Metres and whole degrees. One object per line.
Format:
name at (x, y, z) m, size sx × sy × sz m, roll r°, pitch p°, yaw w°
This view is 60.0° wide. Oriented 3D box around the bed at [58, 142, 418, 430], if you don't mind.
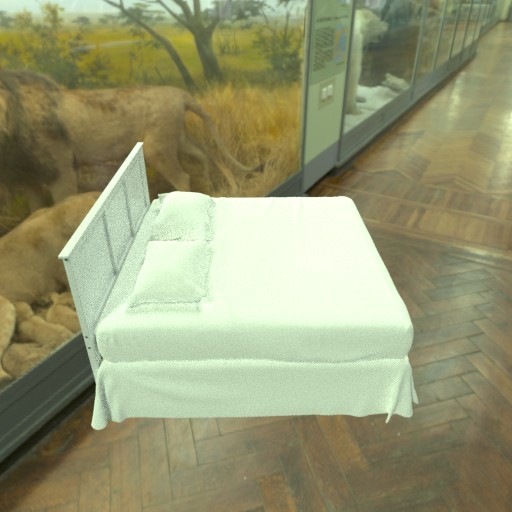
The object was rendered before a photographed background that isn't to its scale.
bed at (0.000, 0.000, 3.582) m, size 2.215 × 1.273 × 2.317 m, roll 0°, pitch 32°, yaw -1°
